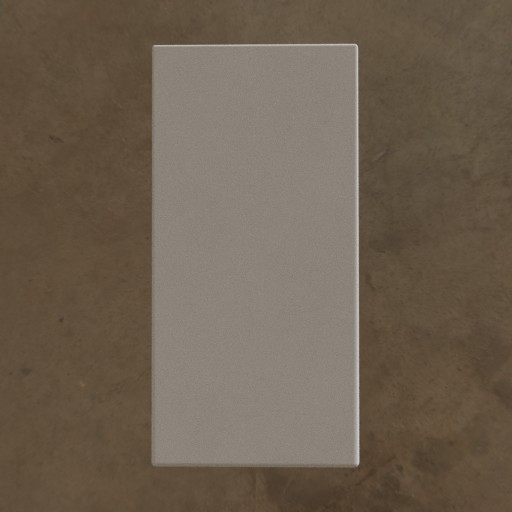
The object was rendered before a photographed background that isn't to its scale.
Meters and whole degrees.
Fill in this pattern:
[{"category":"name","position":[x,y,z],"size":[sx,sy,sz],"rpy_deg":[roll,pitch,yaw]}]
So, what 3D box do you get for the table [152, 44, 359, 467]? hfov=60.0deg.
[{"category":"table","position":[0.000,0.000,1.464],"size":[0.580,0.487,1.171],"rpy_deg":[0,90,1]}]
